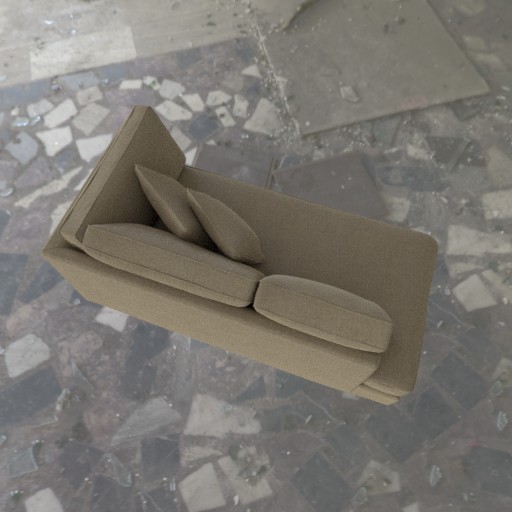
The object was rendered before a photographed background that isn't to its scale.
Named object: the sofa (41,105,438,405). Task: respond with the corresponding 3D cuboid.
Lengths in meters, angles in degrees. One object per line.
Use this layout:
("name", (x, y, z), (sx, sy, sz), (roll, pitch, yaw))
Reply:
("sofa", (0.000, 0.000, 2.851), (2.238, 1.019, 1.110), (18, 65, 8))
